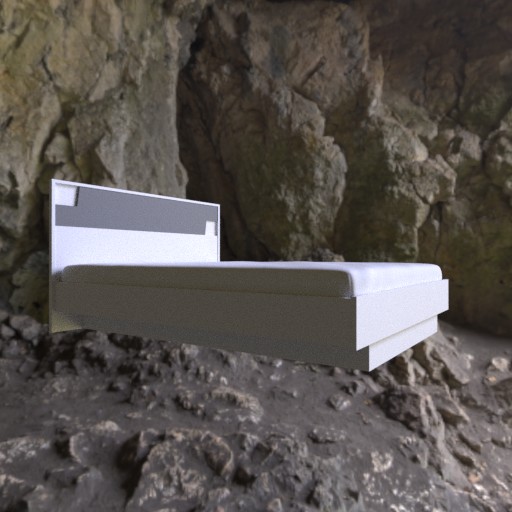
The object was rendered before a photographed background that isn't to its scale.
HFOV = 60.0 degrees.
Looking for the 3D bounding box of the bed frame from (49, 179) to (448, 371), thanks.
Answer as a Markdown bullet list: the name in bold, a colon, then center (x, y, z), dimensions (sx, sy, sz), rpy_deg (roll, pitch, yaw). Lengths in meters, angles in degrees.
- **bed frame**: center (0.000, 0.000, 2.997), dimensions (2.100, 1.001, 1.711), rpy_deg (0, 0, 35)
